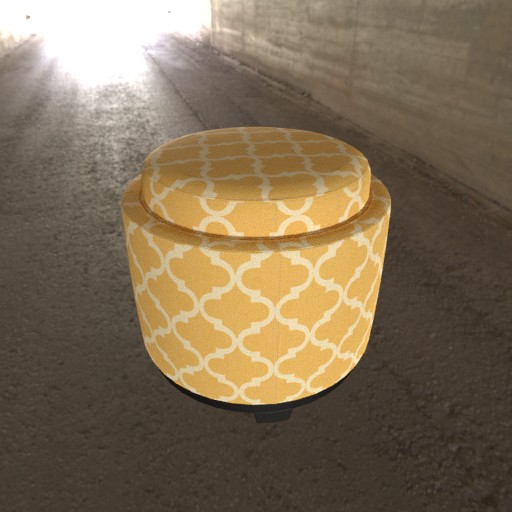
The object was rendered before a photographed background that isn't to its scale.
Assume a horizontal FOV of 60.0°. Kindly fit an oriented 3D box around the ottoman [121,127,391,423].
[{"bbox_3d":[0.000,0.000,0.872,0.480,0.429,0.480,0,30,0],"label":"ottoman"}]
